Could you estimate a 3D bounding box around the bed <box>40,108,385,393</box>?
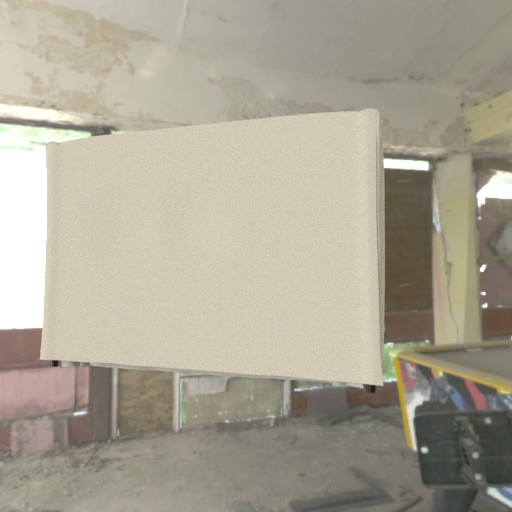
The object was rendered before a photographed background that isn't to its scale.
[{"bbox_3d":[0.000,0.000,3.370,1.925,1.332,2.276,0,-1,17],"label":"bed"}]
